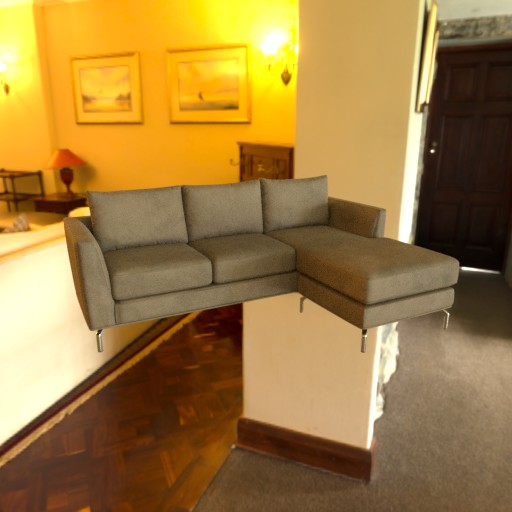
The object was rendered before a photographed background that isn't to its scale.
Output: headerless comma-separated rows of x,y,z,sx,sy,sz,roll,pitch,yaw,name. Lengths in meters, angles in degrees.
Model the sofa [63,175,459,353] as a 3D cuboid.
0.000,0.000,3.249,2.438,0.987,1.622,-8,18,-26,sofa
